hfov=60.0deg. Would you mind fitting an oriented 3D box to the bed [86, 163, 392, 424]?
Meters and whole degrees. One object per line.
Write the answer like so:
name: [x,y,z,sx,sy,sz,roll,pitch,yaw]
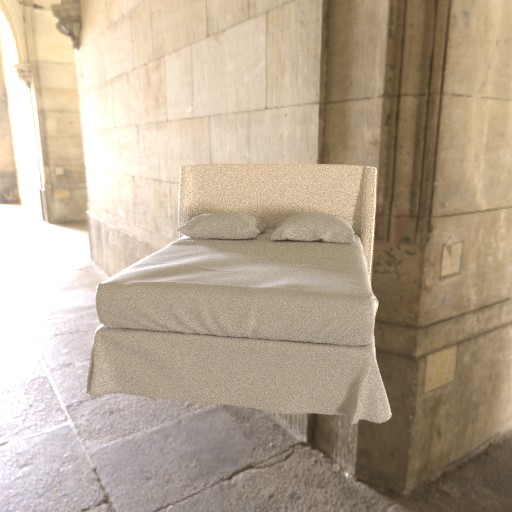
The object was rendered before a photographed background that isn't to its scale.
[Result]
bed: [0.000,0.000,3.463,1.925,1.332,2.276,3,14,10]
